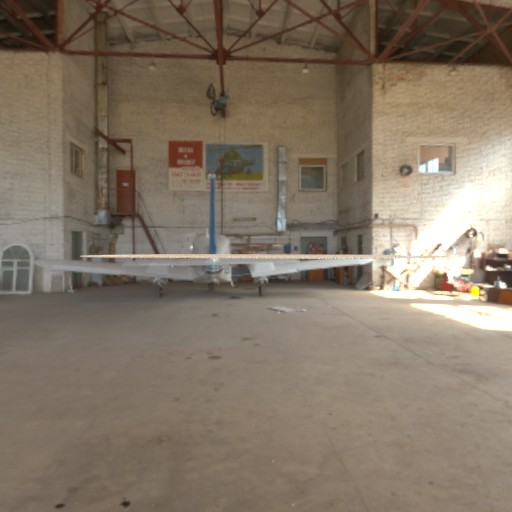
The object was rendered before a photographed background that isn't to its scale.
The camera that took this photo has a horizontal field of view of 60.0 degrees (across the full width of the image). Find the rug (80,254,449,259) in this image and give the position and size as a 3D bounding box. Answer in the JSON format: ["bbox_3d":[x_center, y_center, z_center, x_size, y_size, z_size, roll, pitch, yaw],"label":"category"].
[{"bbox_3d":[0.000,0.000,3.035,2.432,0.006,1.520,0,1,16],"label":"rug"}]
